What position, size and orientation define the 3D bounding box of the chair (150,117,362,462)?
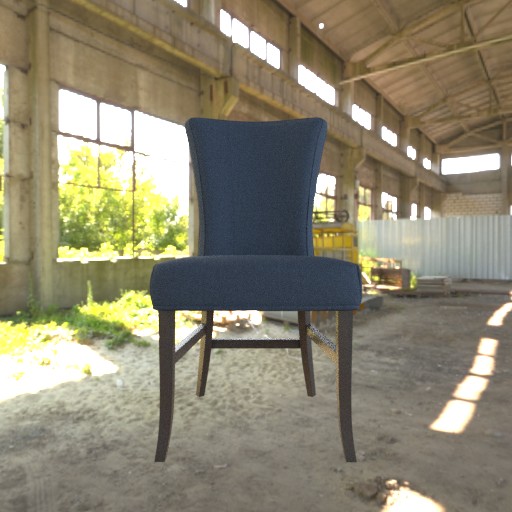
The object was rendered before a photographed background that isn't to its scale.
[{"bbox_3d":[0.000,0.000,1.374,0.520,0.991,0.660,0,1,0],"label":"chair"}]
